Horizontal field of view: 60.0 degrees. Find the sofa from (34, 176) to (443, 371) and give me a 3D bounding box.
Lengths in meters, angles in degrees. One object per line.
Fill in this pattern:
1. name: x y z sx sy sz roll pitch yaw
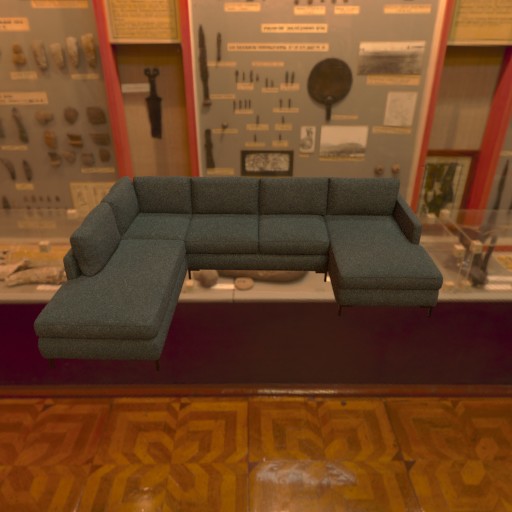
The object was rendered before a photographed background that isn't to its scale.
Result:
1. sofa: 0.000 0.000 3.774 2.956 0.813 2.007 1 29 1
